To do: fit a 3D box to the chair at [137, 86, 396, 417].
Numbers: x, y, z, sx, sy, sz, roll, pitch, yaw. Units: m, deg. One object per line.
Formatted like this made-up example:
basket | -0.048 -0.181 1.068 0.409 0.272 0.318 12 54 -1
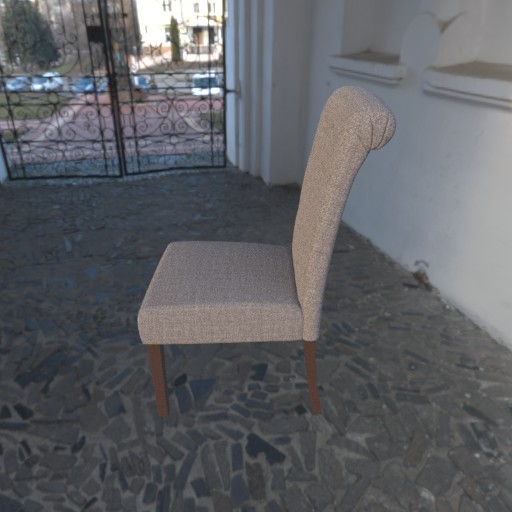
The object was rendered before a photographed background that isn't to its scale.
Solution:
chair | 0.000 0.000 1.419 0.671 1.006 0.456 0 27 1
